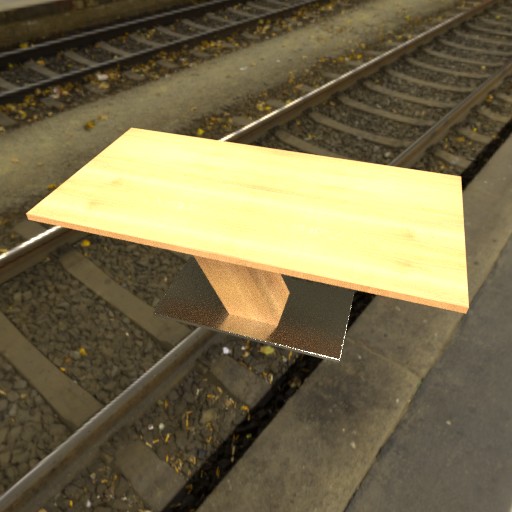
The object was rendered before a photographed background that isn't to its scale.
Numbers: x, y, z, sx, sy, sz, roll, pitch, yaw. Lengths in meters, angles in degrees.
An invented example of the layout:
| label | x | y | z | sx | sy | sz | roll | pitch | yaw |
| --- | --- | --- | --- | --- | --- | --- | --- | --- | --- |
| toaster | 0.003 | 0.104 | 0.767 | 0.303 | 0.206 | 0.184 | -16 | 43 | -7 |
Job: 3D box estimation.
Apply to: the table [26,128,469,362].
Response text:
| label | x | y | z | sx | sy | sz | roll | pitch | yaw |
| --- | --- | --- | --- | --- | --- | --- | --- | --- | --- |
| table | 0.000 | 0.000 | 2.277 | 1.800 | 0.750 | 0.900 | 12 | 42 | 13 |
